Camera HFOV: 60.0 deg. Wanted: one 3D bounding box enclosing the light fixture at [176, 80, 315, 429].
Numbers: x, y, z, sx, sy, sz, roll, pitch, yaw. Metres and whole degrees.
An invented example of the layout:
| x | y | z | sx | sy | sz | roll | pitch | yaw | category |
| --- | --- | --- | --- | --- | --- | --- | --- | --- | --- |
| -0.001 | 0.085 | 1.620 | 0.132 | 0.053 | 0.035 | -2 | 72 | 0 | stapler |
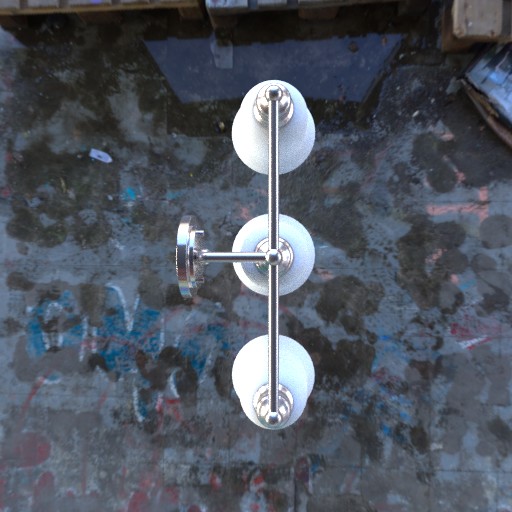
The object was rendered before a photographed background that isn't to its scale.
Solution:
| x | y | z | sx | sy | sz | roll | pitch | yaw | category |
| --- | --- | --- | --- | --- | --- | --- | --- | --- | --- |
| 0.000 | 0.000 | 0.674 | 0.198 | 0.211 | 0.570 | 0 | 91 | 2 | light fixture |
